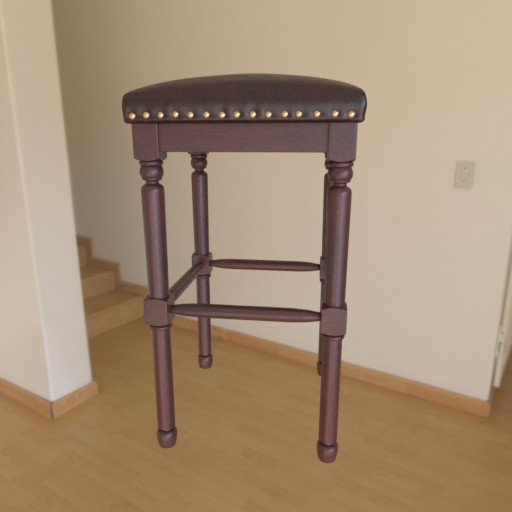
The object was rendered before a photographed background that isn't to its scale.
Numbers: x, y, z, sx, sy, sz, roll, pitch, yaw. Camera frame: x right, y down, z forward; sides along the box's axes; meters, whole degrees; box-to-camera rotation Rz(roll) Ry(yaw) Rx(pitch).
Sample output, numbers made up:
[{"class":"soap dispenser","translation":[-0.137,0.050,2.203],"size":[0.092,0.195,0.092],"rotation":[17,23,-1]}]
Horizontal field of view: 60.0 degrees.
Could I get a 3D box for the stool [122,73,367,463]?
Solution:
[{"class":"stool","translation":[0.000,0.000,0.928],"size":[0.383,0.702,0.382],"rotation":[2,15,7]}]
